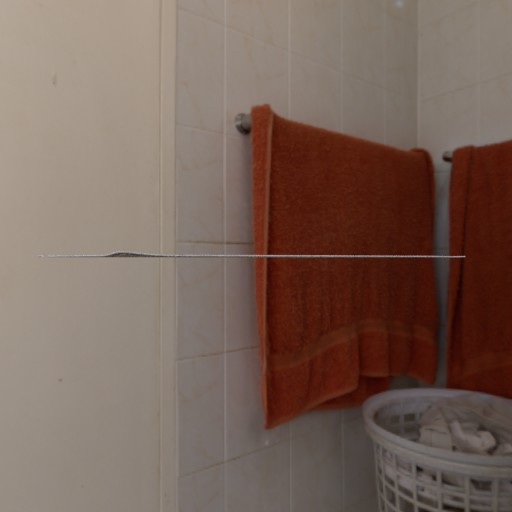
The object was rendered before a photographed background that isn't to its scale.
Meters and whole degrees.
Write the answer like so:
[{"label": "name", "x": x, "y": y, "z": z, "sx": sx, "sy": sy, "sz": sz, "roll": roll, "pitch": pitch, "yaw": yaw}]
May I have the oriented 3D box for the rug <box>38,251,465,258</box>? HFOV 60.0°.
[{"label": "rug", "x": 0.000, "y": 0.000, "z": 2.255, "sx": 1.828, "sy": 0.019, "sz": 1.209, "roll": 0, "pitch": 0, "yaw": -36}]
